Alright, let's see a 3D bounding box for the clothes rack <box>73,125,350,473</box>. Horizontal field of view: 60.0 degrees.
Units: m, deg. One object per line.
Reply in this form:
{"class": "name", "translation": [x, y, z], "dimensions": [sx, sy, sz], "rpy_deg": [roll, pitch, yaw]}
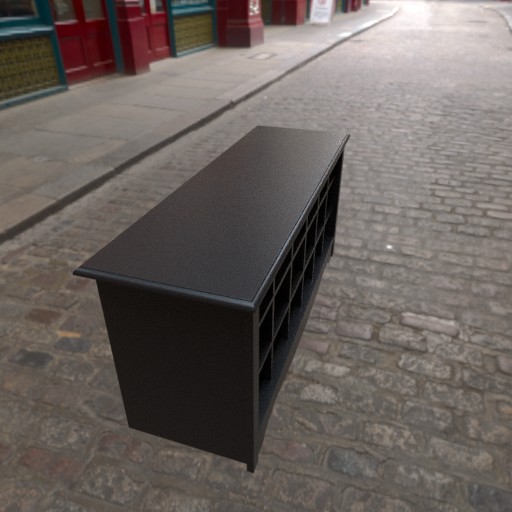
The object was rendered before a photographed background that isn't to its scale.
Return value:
{"class": "clothes rack", "translation": [0.000, 0.000, 1.509], "dimensions": [0.406, 0.556, 1.219], "rpy_deg": [10, 32, 16]}
